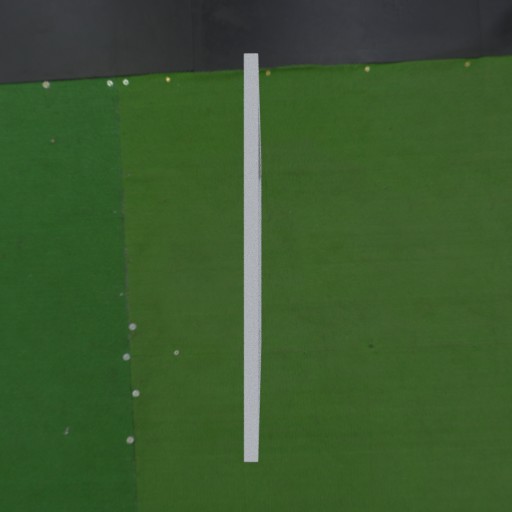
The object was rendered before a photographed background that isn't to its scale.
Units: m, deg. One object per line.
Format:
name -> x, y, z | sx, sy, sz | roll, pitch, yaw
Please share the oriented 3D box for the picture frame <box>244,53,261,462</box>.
picture frame -> 0.000, 0.000, 0.583 | 0.011, 0.459, 0.326 | 0, 91, 1
